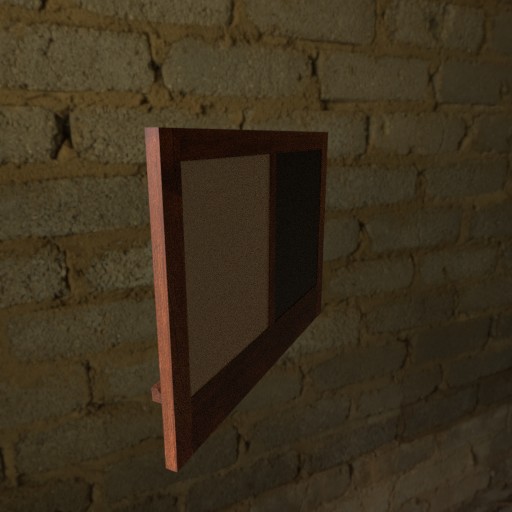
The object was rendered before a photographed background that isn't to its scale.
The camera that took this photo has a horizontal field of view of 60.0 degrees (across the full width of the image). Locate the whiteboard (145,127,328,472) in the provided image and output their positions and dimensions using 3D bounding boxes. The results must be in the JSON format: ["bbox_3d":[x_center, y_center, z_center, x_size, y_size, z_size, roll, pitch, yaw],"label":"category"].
[{"bbox_3d":[0.000,0.000,1.016,0.083,0.553,0.768,7,17,25],"label":"whiteboard"}]
